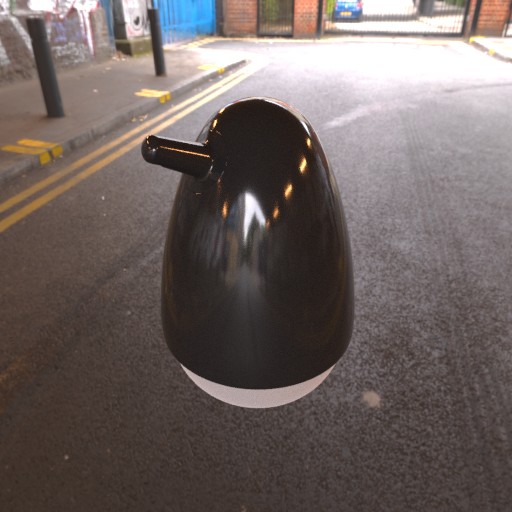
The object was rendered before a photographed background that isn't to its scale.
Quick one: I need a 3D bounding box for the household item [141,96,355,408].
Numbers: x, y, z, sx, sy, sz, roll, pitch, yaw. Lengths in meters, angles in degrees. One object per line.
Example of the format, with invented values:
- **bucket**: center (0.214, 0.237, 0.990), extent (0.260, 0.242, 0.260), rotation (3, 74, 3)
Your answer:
- **household item**: center (0.000, 0.000, 0.221), extent (0.104, 0.152, 0.102), rotation (-21, 36, -31)
